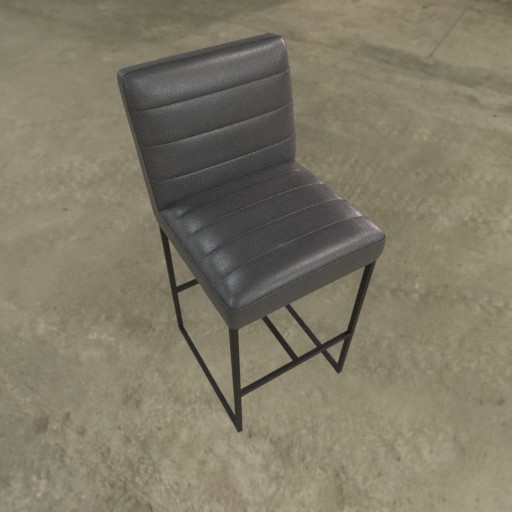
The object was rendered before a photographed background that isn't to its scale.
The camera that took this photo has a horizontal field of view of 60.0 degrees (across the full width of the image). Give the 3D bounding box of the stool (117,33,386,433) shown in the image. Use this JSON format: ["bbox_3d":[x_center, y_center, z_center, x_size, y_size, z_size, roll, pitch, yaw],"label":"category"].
[{"bbox_3d":[0.000,0.000,1.323,0.457,1.040,0.552,-24,52,-20],"label":"stool"}]
